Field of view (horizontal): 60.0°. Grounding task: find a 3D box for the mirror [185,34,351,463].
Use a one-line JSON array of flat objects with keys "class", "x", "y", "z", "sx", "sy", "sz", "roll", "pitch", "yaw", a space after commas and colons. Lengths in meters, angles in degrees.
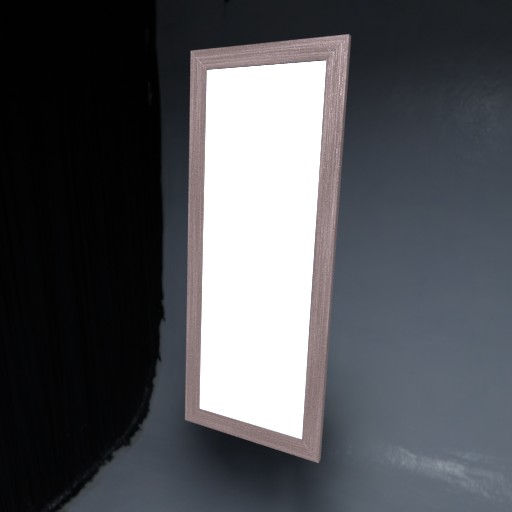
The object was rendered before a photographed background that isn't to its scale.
[{"class": "mirror", "x": 0.000, "y": 0.000, "z": 2.256, "sx": 0.812, "sy": 2.020, "sz": 0.221, "roll": 7, "pitch": 16, "yaw": 25}]
